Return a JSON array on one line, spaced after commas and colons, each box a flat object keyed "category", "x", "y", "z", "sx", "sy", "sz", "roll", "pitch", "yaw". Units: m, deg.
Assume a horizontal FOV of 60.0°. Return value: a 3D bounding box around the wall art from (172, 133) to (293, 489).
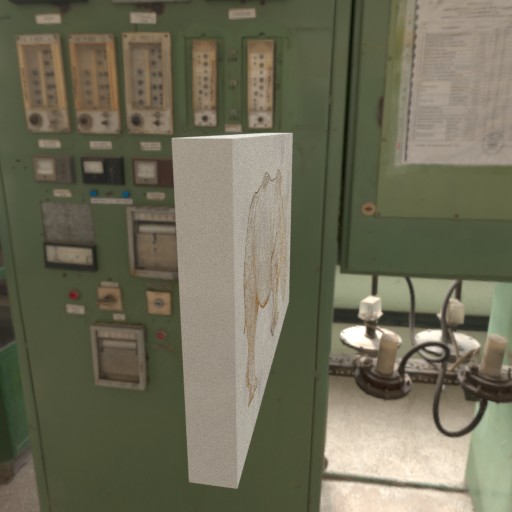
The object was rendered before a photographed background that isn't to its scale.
[{"category": "wall art", "x": 0.000, "y": 0.000, "z": 0.481, "sx": 0.038, "sy": 0.254, "sz": 0.381, "roll": 3, "pitch": 16, "yaw": 10}]
